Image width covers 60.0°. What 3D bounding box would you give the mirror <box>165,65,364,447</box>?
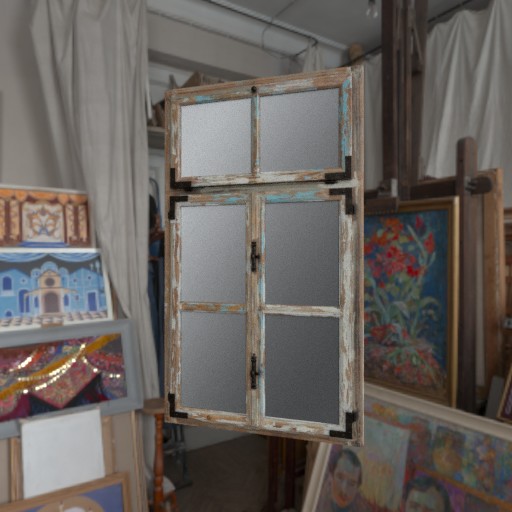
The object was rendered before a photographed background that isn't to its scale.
[{"bbox_3d":[0.000,0.000,1.508,0.707,1.213,0.083,0,0,18],"label":"mirror"}]
